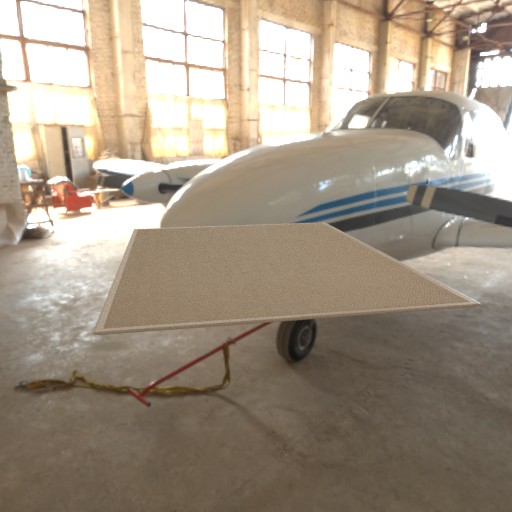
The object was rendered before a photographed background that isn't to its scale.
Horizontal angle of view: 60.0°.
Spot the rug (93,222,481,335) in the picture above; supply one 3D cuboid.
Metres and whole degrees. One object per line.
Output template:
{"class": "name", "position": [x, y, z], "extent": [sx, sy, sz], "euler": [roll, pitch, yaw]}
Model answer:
{"class": "rug", "position": [0.000, 0.000, 4.095], "extent": [2.407, 0.020, 3.051], "euler": [-3, 15, -10]}
